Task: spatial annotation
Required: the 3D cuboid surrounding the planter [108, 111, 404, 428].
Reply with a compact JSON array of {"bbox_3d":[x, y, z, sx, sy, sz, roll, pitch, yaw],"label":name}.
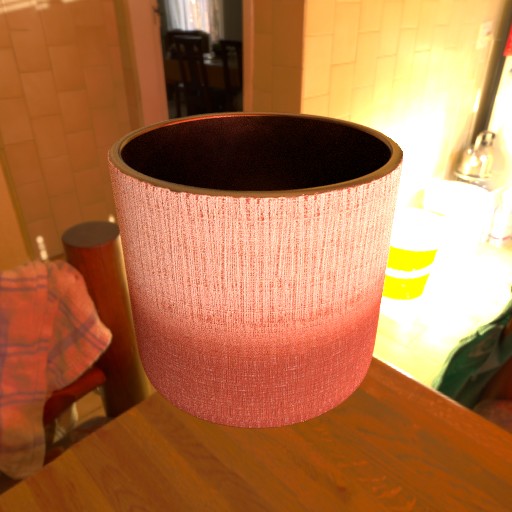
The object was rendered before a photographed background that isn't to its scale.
[{"bbox_3d":[0.000,0.000,0.385,0.221,0.201,0.221,0,30,0],"label":"planter"}]
